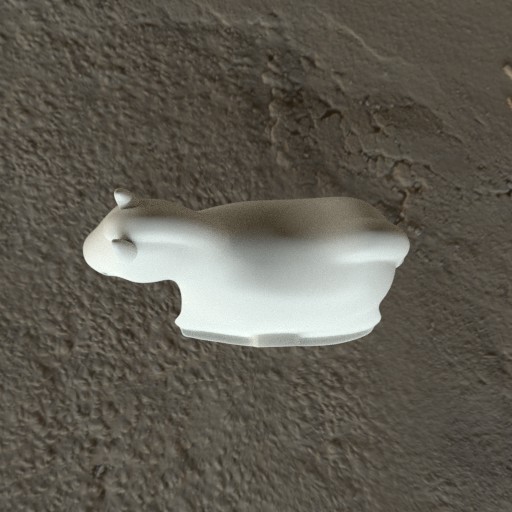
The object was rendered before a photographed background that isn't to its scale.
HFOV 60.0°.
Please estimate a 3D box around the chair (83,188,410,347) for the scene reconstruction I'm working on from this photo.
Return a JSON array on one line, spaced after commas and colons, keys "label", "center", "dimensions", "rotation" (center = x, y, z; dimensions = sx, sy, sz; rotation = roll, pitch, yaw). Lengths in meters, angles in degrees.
[{"label": "chair", "center": [0.000, 0.000, 1.136], "dimensions": [0.800, 0.612, 0.429], "rotation": [-2, 75, 0]}]
